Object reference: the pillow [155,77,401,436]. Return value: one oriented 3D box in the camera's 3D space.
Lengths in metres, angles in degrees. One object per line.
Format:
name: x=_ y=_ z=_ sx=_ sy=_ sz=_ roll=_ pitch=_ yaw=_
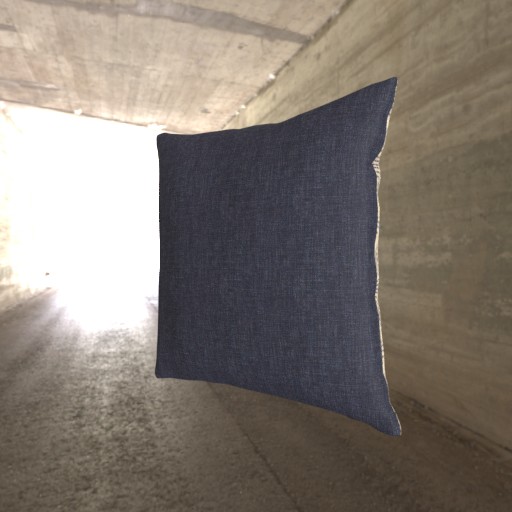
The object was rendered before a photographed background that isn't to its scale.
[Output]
pillow: x=0.000 y=0.000 z=0.778 sx=0.510 sy=0.510 sz=0.145 roll=0 pitch=0 yaw=36
